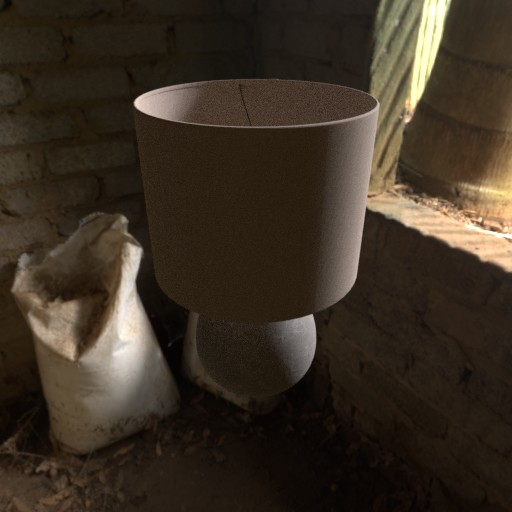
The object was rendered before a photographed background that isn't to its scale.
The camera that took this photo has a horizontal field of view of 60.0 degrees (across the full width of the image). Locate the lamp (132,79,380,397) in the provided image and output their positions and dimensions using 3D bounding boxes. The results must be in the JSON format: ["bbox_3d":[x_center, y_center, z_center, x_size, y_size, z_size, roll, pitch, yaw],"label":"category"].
[{"bbox_3d":[0.000,0.000,0.597,0.269,0.409,0.269,11,32,18],"label":"lamp"}]
